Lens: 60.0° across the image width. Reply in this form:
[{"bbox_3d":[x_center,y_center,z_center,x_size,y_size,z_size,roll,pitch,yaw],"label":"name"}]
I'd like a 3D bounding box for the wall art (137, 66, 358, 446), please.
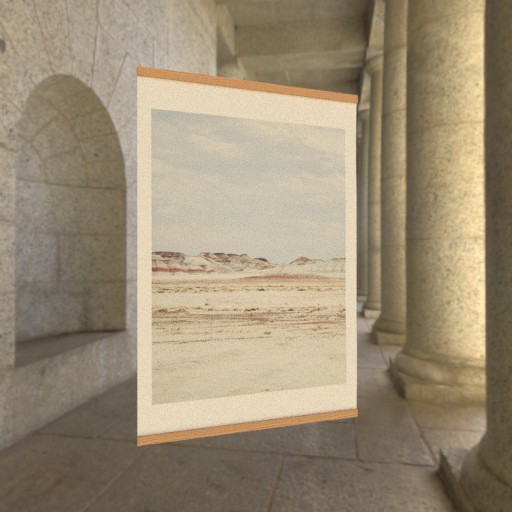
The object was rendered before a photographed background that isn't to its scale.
[{"bbox_3d":[0.000,0.000,1.949,1.011,1.521,0.025,0,0,-19],"label":"wall art"}]
